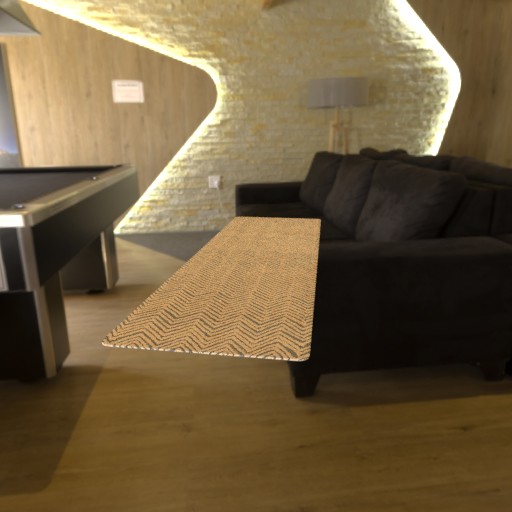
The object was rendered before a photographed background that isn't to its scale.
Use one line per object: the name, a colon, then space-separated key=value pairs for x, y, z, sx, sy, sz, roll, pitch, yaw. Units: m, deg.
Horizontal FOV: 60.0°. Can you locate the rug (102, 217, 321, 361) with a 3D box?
rug: x=0.000 y=0.000 z=2.484 sx=0.686 sy=0.008 sz=2.286 roll=2 pitch=16 yaw=9
